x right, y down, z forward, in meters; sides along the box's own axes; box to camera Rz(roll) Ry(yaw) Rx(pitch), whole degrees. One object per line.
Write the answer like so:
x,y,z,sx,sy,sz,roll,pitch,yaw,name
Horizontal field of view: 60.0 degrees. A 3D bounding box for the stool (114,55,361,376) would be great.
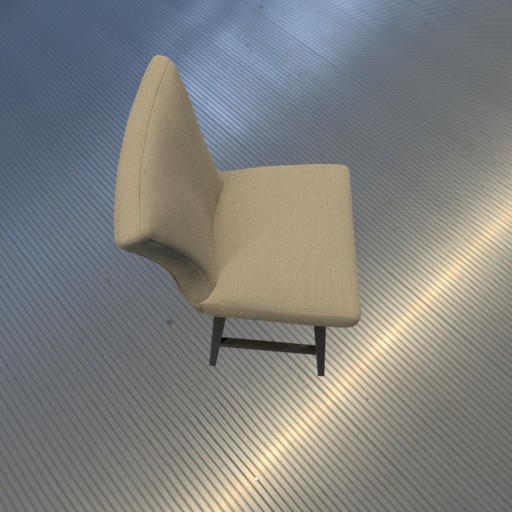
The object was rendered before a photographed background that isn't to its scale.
0.000,0.000,1.396,0.574,1.086,0.514,1,63,1,stool
